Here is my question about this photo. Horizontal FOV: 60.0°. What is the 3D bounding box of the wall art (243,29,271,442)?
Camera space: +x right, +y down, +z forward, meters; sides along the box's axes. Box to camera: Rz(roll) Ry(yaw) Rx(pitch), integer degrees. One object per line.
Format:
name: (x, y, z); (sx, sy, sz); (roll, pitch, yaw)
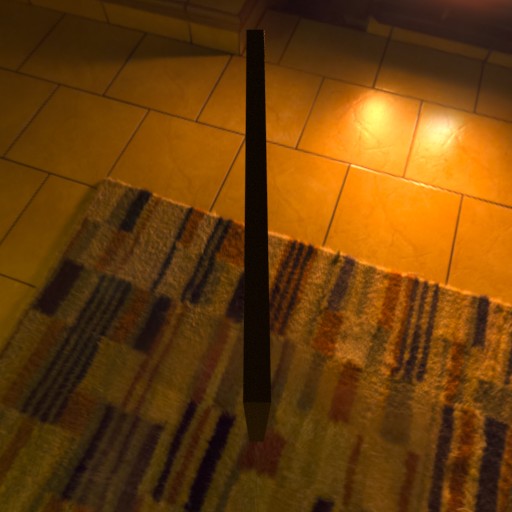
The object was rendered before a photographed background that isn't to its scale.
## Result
wall art: (0.000, 0.000, 0.769); (0.028, 0.460, 0.561); (0, 63, 0)
